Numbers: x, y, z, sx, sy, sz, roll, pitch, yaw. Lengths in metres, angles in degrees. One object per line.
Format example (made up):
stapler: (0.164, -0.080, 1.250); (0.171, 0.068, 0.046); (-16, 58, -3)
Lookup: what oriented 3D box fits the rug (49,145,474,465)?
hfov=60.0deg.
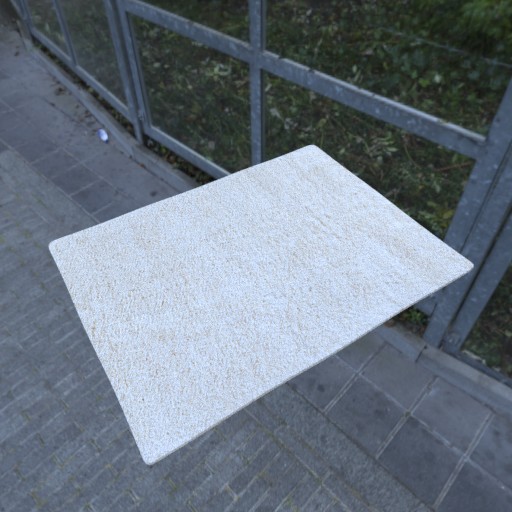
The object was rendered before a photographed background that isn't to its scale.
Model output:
rug: (0.000, 0.000, 2.066); (1.600, 0.027, 1.200); (-25, 51, -22)
